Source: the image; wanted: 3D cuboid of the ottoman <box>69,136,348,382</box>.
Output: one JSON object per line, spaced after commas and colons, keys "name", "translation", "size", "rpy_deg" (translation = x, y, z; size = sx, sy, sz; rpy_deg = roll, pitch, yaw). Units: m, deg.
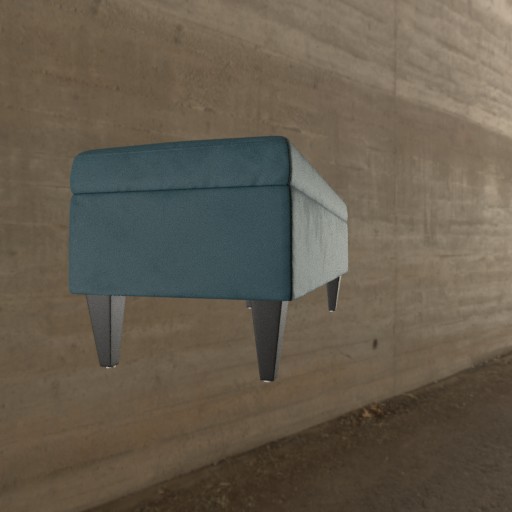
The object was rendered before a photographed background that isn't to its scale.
{"name": "ottoman", "translation": [0.000, 0.000, 1.394], "size": [0.482, 0.469, 1.151], "rpy_deg": [0, 1, 17]}
